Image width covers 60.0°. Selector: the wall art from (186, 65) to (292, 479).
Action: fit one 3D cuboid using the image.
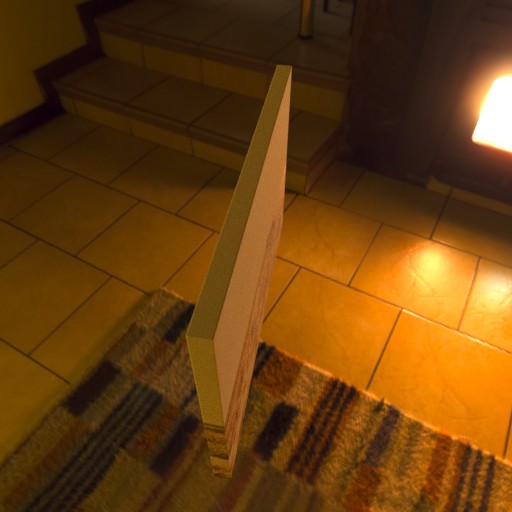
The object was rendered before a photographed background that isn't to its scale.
[{"bbox_3d":[0.000,0.000,1.445,0.051,0.761,1.138,7,47,7],"label":"wall art"}]
